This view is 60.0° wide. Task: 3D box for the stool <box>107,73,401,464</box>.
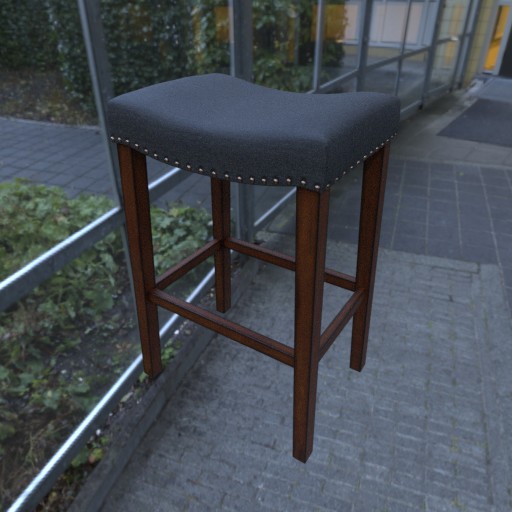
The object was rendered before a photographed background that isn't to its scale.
[{"bbox_3d":[0.000,0.000,1.049,0.502,0.748,0.366,19,36,28],"label":"stool"}]
